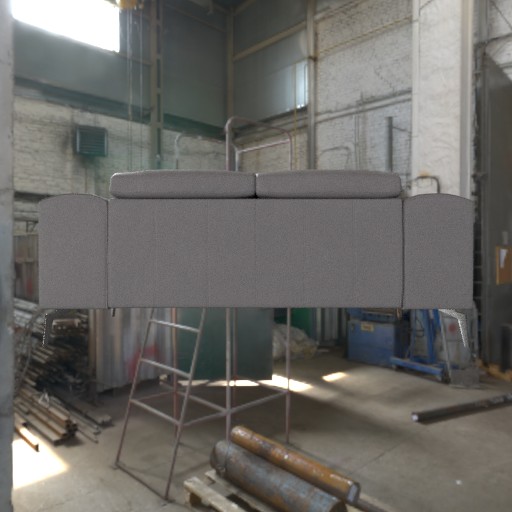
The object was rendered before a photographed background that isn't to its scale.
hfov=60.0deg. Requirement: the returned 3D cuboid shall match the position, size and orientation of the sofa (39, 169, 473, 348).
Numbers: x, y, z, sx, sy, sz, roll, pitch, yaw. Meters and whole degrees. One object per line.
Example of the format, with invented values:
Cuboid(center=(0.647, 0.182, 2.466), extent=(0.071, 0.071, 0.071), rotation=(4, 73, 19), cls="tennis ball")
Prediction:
Cuboid(center=(0.000, 0.000, 2.382), extent=(1.895, 0.779, 1.003), rotation=(0, 0, 0), cls="sofa")
